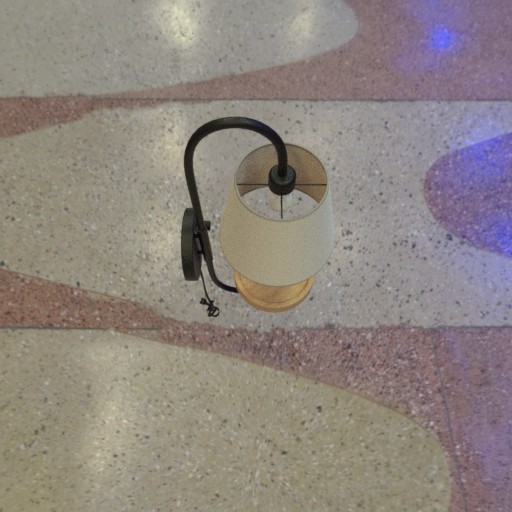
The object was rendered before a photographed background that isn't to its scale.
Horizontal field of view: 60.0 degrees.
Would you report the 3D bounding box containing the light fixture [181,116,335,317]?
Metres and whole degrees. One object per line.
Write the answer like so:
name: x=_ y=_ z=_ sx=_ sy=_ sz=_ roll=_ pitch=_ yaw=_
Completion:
light fixture: x=0.000 y=0.000 z=0.937 sx=0.299 sy=0.821 sz=0.220 roll=0 pitch=65 yaw=0
